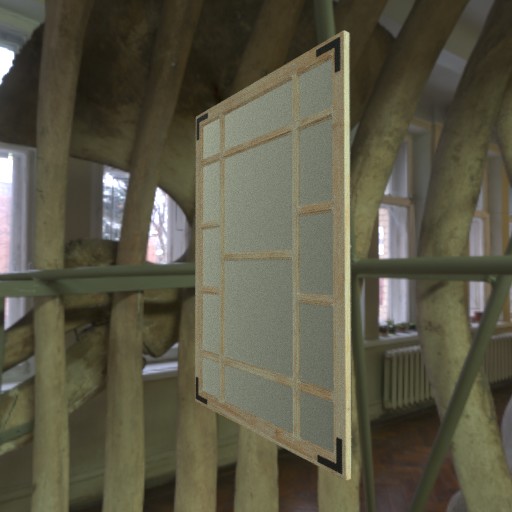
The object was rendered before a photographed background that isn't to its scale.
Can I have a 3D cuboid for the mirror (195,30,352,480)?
[{"bbox_3d":[0.000,0.000,1.271,0.025,0.996,0.705,1,-2,-35],"label":"mirror"}]
